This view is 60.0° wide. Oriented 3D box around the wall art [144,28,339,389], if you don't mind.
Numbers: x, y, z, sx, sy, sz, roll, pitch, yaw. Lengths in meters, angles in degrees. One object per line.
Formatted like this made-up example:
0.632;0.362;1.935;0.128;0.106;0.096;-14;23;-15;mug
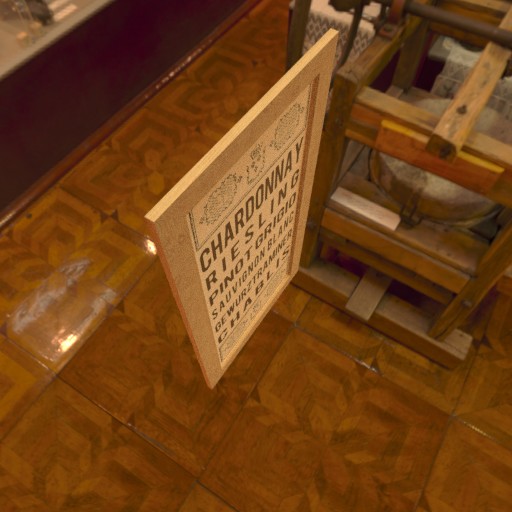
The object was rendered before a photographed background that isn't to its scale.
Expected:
0.000;0.000;0.819;0.013;0.683;0.381;31;64;17;wall art
